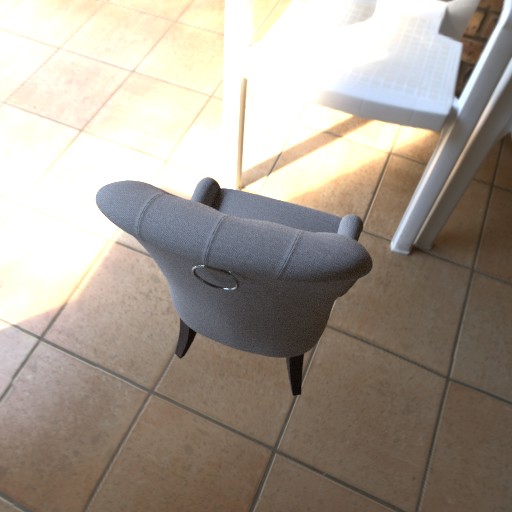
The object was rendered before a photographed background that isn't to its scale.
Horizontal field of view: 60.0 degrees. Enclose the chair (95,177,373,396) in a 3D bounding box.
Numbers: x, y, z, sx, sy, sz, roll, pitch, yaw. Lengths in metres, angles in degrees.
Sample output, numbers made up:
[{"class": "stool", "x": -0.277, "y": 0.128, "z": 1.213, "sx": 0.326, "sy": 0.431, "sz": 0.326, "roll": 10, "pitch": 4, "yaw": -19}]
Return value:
[{"class": "chair", "x": 0.000, "y": 0.000, "z": 1.433, "sx": 0.634, "sy": 1.091, "sz": 0.629, "roll": 16, "pitch": 62, "yaw": 8}]
